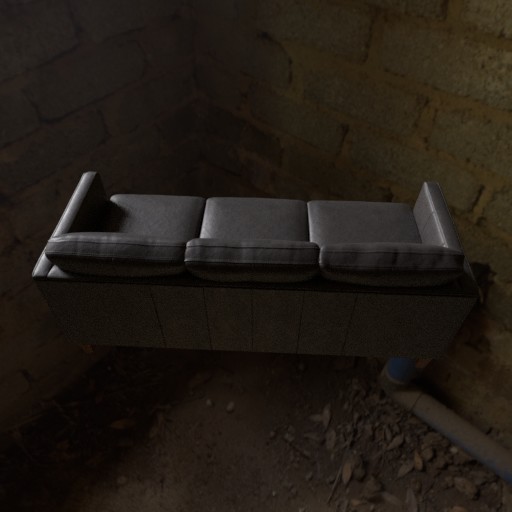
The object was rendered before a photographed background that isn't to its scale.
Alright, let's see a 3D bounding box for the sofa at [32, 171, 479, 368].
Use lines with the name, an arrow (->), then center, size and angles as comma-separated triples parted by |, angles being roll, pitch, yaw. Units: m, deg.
sofa -> 0.000, 0.000, 2.970 | 2.464, 1.006, 1.045 | 2, 47, 2
